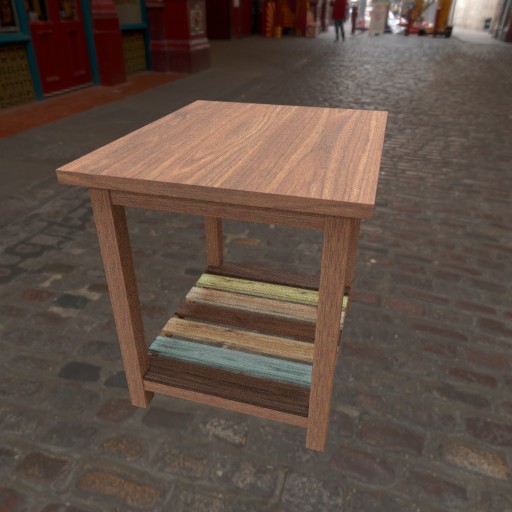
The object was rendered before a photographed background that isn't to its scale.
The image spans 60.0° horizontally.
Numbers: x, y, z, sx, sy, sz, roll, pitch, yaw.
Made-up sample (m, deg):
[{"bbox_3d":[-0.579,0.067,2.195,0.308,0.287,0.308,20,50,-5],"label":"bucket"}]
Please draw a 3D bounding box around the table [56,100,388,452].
[{"bbox_3d":[0.000,0.000,1.162,0.559,0.635,0.660,8,31,14],"label":"table"}]
